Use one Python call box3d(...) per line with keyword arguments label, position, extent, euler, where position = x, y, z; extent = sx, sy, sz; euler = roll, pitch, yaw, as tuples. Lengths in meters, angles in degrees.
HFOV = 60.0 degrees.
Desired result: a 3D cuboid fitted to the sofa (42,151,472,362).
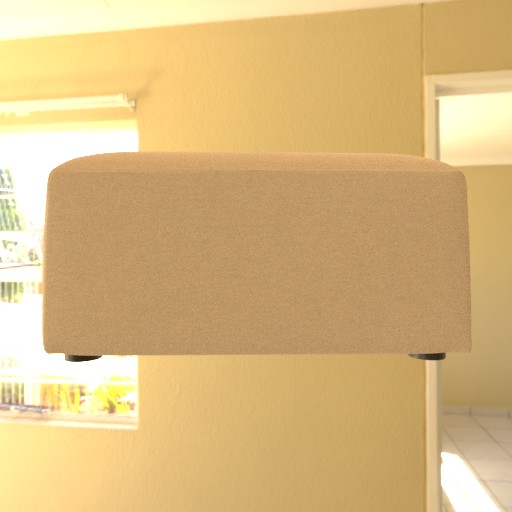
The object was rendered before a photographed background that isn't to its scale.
box3d(label="sofa", position=(0.000, 0.000, 1.180), extent=(0.930, 0.470, 0.480), euler=(0, -1, -2))
